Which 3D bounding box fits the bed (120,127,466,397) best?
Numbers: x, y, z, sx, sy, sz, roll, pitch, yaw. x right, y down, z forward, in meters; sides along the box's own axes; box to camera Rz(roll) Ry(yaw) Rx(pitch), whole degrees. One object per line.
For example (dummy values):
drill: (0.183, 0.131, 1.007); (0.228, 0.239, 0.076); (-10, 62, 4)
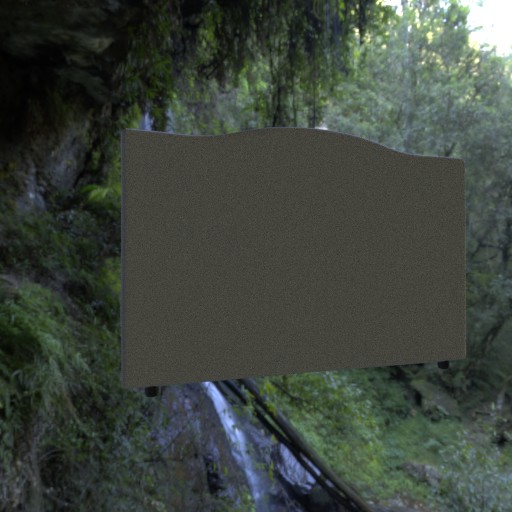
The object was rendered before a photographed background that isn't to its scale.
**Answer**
bed: (0.000, 0.000, 3.484); (2.083, 1.421, 2.182); (0, 0, -18)
